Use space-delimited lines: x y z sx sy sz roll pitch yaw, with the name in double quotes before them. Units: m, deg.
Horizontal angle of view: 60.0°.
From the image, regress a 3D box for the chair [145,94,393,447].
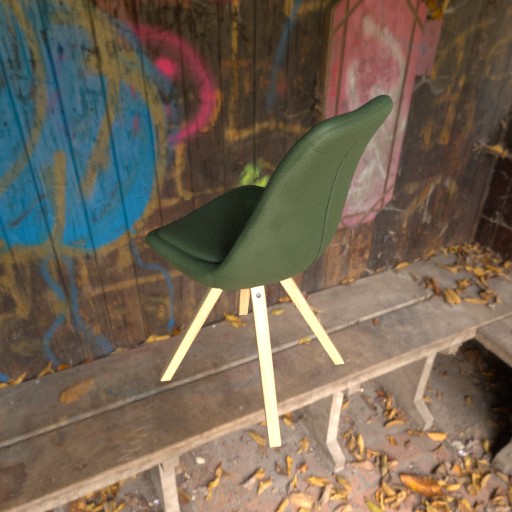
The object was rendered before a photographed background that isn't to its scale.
"chair" 0.000 0.000 1.208 0.547 0.865 0.483 21 38 30
